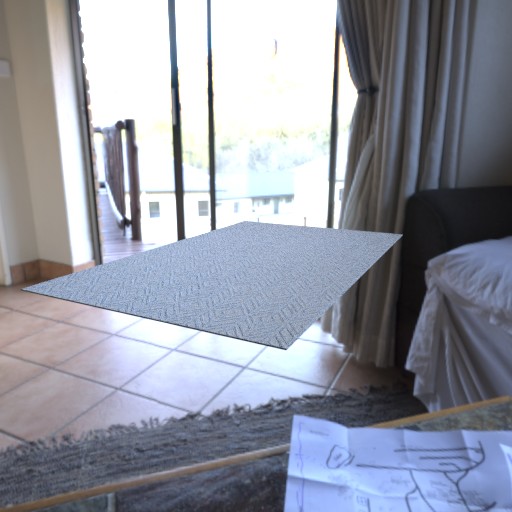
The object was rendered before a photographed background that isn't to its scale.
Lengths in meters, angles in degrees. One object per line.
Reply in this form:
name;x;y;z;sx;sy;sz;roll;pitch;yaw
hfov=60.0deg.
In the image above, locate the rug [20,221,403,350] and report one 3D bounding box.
rug;0.000;0.000;3.041;1.526;0.008;2.441;7;16;27
